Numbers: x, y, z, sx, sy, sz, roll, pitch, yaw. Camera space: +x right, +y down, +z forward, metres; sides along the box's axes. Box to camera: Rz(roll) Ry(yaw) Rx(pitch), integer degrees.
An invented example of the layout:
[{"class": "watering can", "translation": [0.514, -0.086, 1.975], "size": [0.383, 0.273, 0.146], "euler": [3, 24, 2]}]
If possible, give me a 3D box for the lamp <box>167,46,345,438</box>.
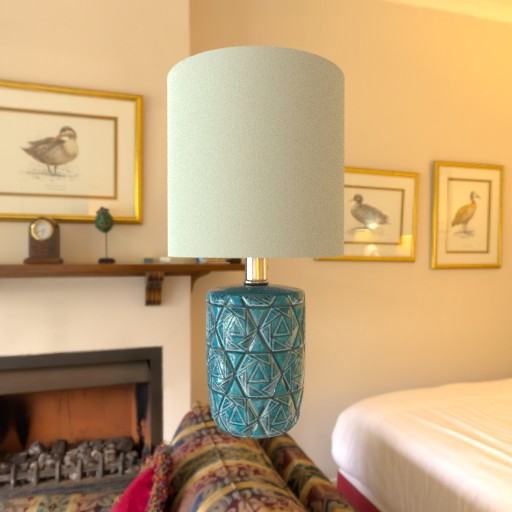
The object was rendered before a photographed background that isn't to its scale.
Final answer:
[{"class": "lamp", "translation": [0.000, 0.000, 0.493], "size": [0.193, 0.377, 0.193], "euler": [1, 1, 34]}]
